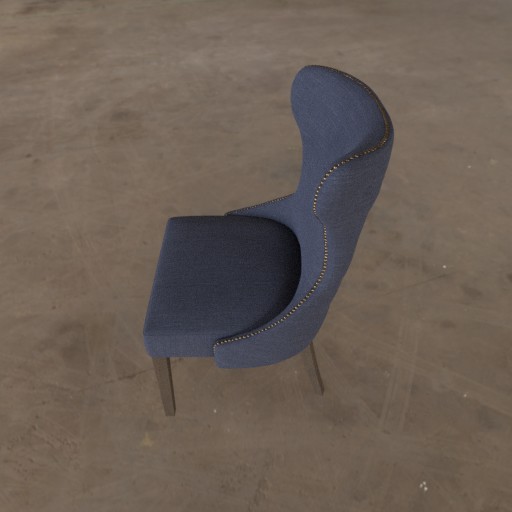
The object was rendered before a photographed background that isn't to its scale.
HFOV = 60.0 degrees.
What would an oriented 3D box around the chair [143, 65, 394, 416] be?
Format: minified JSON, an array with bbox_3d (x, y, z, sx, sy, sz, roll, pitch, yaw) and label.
[{"bbox_3d":[0.000,0.000,1.364,0.635,0.967,0.628,-1,41,-1],"label":"chair"}]
